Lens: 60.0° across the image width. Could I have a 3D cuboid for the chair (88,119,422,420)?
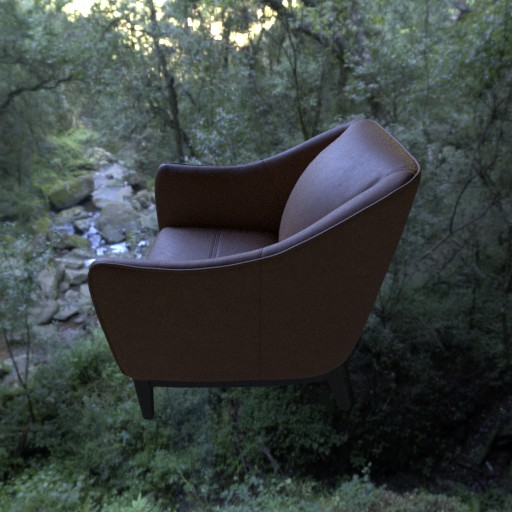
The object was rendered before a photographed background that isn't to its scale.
[{"bbox_3d":[0.000,0.000,1.539,0.852,0.830,0.871,0,29,1],"label":"chair"}]
